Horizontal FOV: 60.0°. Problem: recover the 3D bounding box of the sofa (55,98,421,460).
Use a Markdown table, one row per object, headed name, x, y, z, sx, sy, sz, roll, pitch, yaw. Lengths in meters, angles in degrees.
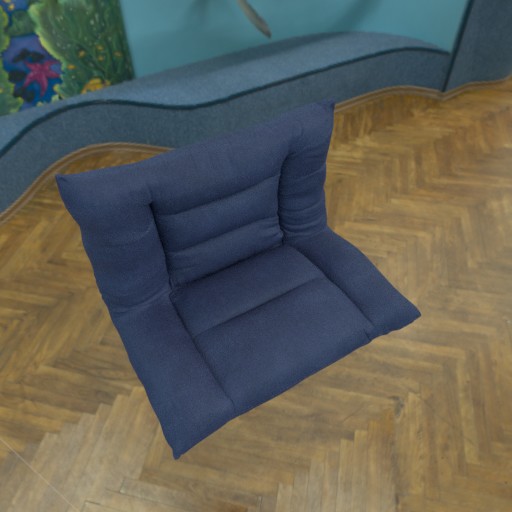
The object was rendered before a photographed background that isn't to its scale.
| name | x | y | z | sx | sy | sz | roll | pitch | yaw |
| --- | --- | --- | --- | --- | --- | --- | --- | --- | --- |
| sofa | 0.000 | 0.000 | 1.686 | 1.122 | 0.778 | 0.849 | -23 | 51 | -21 |
